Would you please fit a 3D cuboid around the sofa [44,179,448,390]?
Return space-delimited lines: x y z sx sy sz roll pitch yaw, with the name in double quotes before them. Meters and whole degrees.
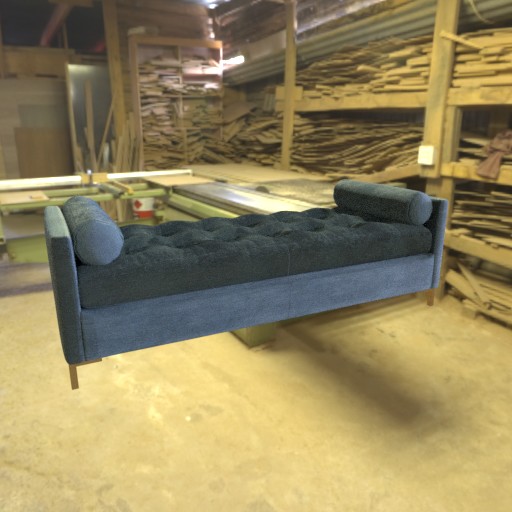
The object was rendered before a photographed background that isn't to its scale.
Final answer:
"sofa" 0.000 0.000 2.492 2.102 0.705 0.796 -8 18 -25
